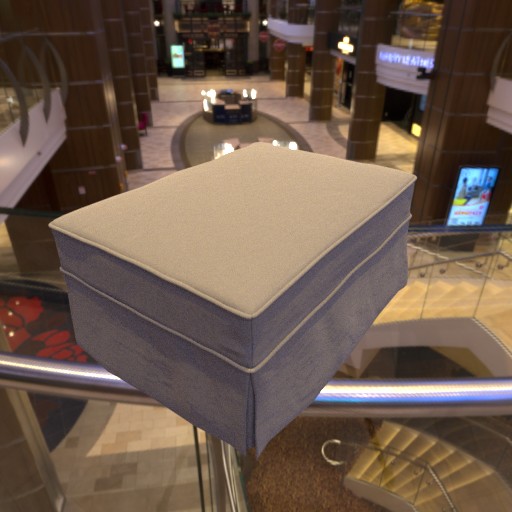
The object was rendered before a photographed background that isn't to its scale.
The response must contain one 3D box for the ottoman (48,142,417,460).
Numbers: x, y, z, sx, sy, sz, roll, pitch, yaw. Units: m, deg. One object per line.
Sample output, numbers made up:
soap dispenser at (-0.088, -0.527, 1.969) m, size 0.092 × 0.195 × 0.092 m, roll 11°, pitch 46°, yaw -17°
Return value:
ottoman at (0.000, 0.000, 1.357) m, size 0.703 × 0.479 × 0.944 m, roll 20°, pitch 36°, yaw 31°
